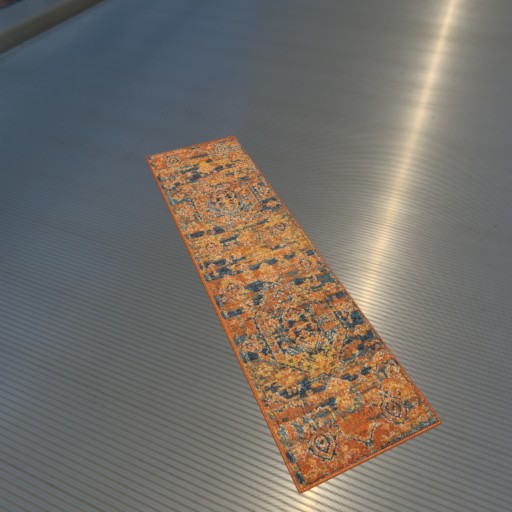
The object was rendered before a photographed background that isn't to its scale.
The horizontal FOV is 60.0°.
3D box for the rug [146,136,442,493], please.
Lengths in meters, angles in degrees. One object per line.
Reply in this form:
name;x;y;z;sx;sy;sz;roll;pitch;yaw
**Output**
rug;0.000;0.000;2.400;0.651;0.016;2.274;-18;50;-16
